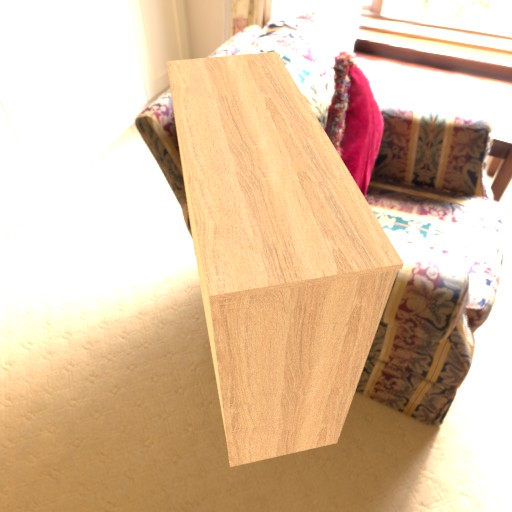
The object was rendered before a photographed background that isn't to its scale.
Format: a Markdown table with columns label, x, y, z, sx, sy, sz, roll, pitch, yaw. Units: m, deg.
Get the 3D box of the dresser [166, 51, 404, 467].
| label | x | y | z | sx | sy | sz | roll | pitch | yaw |
| --- | --- | --- | --- | --- | --- | --- | --- | --- | --- |
| dresser | 0.000 | 0.000 | 1.457 | 0.380 | 0.900 | 0.980 | -9 | 47 | -8 |
